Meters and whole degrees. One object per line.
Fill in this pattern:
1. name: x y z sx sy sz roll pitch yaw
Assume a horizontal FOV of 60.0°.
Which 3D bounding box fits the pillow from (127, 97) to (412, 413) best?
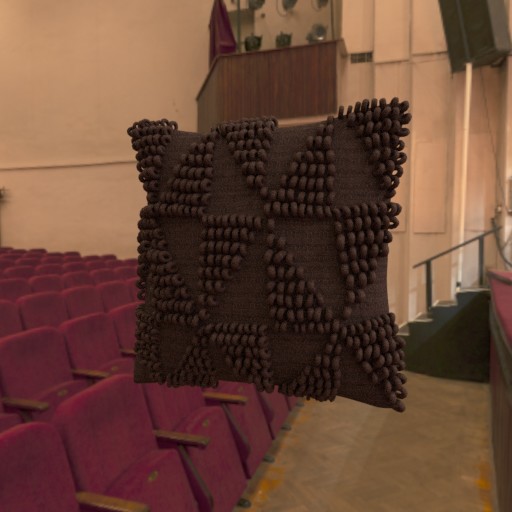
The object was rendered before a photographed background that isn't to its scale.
1. pillow: 0.000 0.000 0.715 0.470 0.467 0.172 1 2 17
